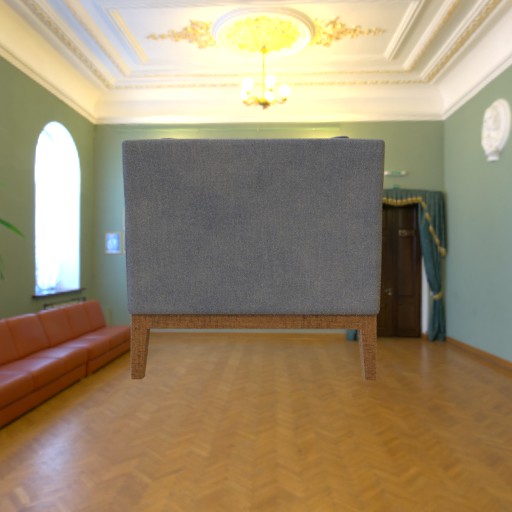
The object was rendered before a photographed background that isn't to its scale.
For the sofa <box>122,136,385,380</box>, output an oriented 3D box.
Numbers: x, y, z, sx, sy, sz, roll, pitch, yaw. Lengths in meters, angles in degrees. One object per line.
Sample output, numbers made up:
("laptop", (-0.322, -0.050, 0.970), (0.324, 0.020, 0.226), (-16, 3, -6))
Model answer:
("sofa", (0.000, 0.000, 2.351), (0.904, 0.883, 1.779), (0, -1, 1))
